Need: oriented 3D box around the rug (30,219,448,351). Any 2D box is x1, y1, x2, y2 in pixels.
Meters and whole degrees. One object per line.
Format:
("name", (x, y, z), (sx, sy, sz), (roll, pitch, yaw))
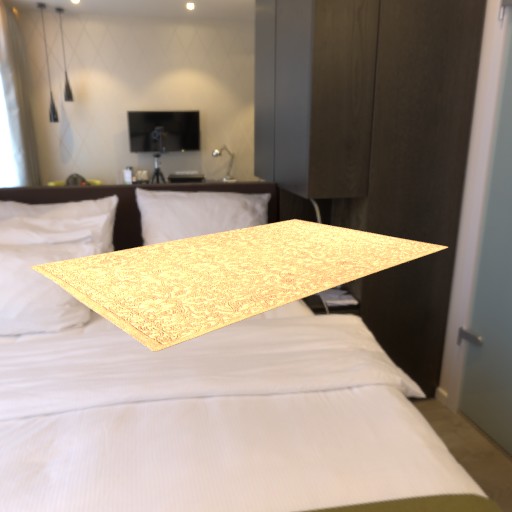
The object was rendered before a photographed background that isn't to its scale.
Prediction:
("rug", (0.000, 0.000, 3.000), (2.435, 0.012, 1.529), (-13, 20, -41))
